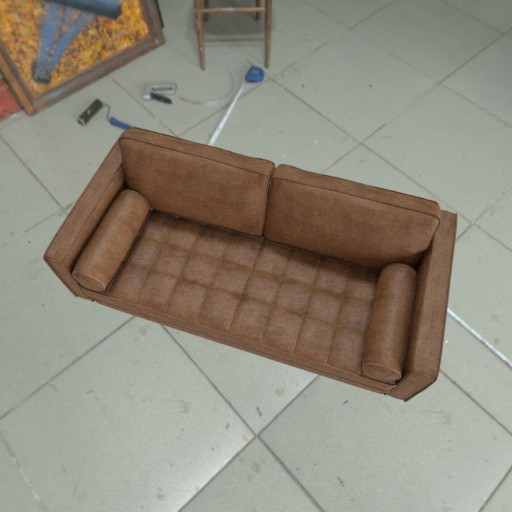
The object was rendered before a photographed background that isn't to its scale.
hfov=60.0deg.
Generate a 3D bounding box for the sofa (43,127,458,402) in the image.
[{"bbox_3d":[0.000,0.000,2.380,1.920,0.825,0.924,16,62,9],"label":"sofa"}]
